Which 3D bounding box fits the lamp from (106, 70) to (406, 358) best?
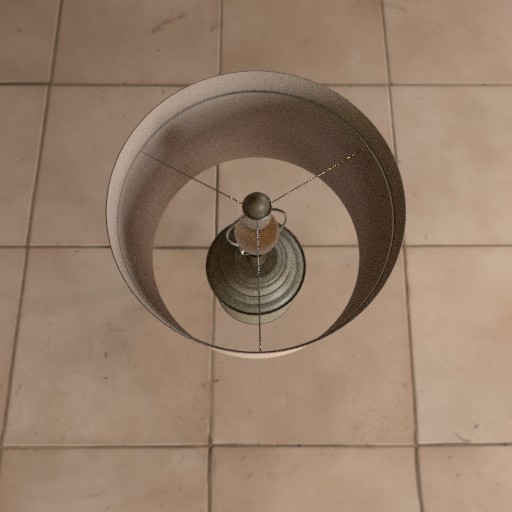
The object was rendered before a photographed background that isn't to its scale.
[{"bbox_3d":[0.000,0.000,0.702,0.318,0.486,0.318,0,76,0],"label":"lamp"}]
